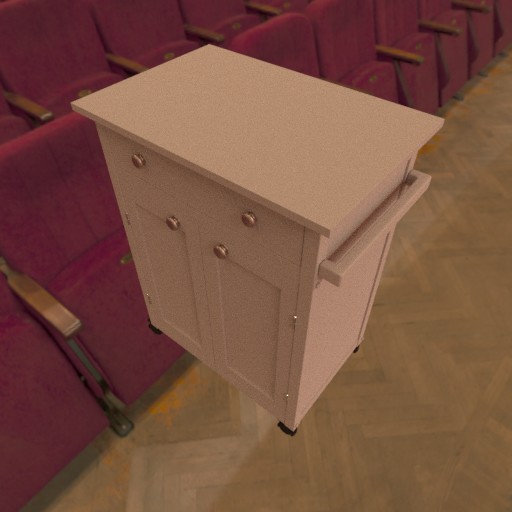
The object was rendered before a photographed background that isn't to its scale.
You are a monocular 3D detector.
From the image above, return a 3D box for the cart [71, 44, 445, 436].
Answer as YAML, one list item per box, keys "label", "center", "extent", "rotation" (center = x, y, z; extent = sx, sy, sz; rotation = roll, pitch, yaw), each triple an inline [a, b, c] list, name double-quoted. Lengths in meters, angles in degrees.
- label: "cart"
  center: [0.000, 0.000, 1.243]
  extent: [0.683, 0.864, 0.442]
  rotation: [30, 52, 26]
